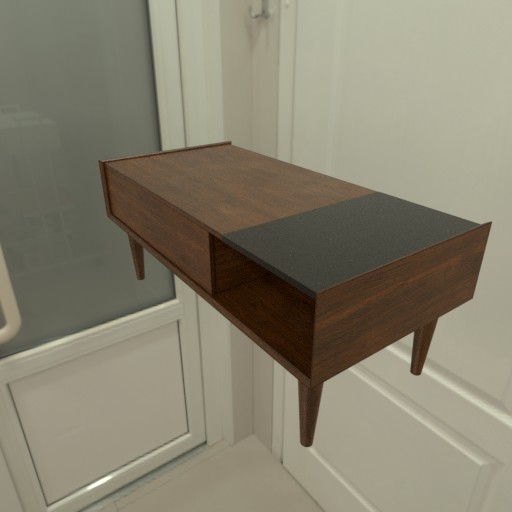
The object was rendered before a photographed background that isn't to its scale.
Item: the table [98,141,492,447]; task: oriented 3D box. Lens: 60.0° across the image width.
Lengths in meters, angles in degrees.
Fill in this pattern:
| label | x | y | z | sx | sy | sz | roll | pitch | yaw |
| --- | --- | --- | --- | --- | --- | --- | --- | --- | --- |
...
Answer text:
| label | x | y | z | sx | sy | sz | roll | pitch | yaw |
| --- | --- | --- | --- | --- | --- | --- | --- | --- | --- |
| table | 0.000 | 0.000 | 1.530 | 0.610 | 0.508 | 1.221 | -18 | 31 | -32 |
